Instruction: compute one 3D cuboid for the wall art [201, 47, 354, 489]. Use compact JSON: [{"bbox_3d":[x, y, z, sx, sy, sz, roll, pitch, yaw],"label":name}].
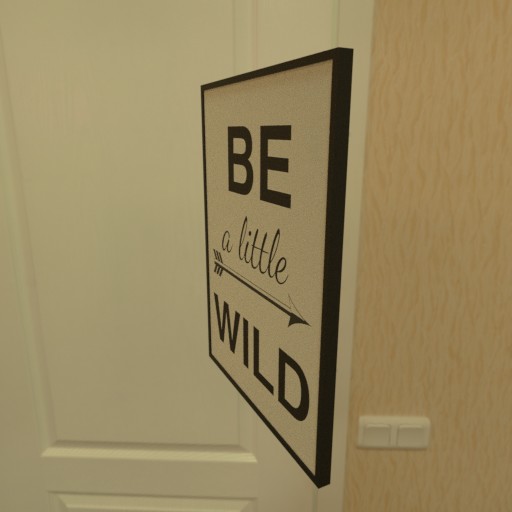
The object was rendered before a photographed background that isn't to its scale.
[{"bbox_3d":[0.000,0.000,1.375,0.038,1.062,0.806,-8,17,-26],"label":"wall art"}]
